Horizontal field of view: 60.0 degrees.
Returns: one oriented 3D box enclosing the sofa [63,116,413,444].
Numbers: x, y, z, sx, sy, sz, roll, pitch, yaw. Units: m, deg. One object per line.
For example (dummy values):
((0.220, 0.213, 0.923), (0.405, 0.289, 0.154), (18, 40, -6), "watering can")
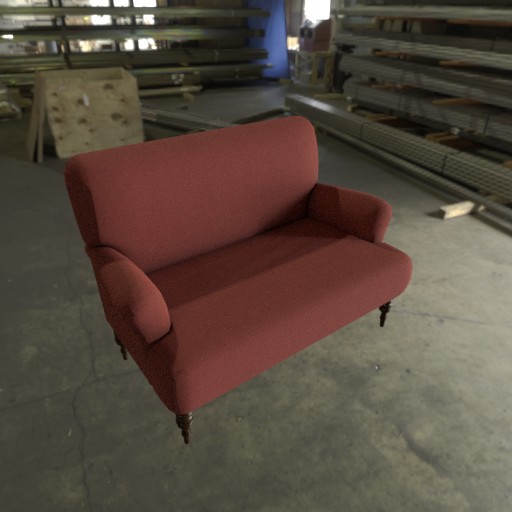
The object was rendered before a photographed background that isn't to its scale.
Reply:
((0.000, 0.000, 1.858), (1.297, 0.889, 0.779), (-21, 36, -32), "sofa")
